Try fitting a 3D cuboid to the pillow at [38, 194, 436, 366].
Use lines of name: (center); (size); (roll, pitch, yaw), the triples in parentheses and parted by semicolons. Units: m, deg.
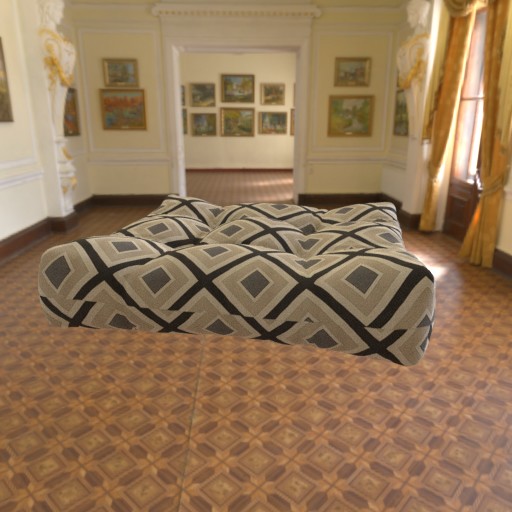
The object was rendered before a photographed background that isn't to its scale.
pillow: (0.000, 0.000, 0.725); (0.490, 0.128, 0.468); (3, 17, 10)
